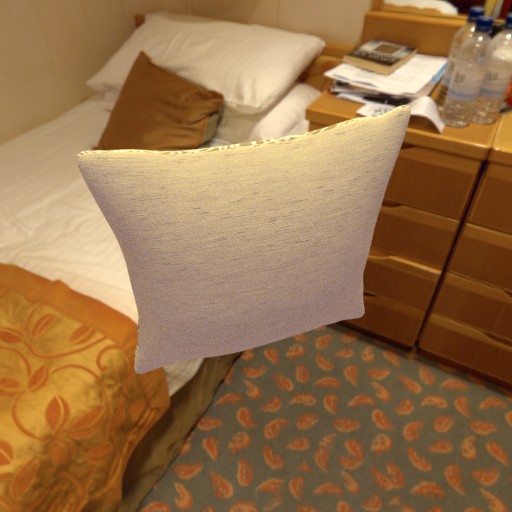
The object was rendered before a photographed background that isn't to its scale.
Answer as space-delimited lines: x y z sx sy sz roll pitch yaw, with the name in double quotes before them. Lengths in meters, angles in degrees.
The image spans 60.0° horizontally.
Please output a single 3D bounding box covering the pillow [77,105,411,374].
"pillow" 0.000 0.000 0.682 0.438 0.421 0.167 -12 42 -13
